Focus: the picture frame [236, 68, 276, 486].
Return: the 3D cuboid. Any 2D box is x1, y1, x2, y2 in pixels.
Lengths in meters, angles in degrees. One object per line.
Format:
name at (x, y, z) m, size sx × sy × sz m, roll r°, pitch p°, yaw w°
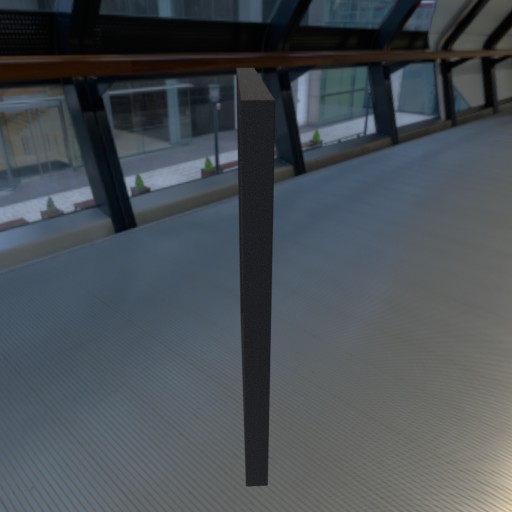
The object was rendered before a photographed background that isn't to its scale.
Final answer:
picture frame at (0.000, 0.000, 0.513) m, size 0.036 × 0.383 × 0.307 m, roll -1°, pitch 27°, yaw -3°
